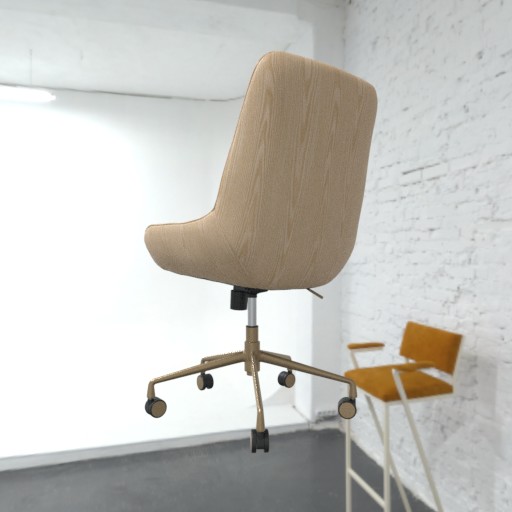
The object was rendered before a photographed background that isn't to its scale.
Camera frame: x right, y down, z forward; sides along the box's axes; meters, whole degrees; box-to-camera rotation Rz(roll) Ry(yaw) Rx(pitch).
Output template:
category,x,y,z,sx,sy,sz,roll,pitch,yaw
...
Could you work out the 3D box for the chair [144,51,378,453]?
category,x,y,z,sx,sy,sz,roll,pitch,yaw
chair,0.000,0.000,1.347,0.564,0.952,0.668,0,0,-37
